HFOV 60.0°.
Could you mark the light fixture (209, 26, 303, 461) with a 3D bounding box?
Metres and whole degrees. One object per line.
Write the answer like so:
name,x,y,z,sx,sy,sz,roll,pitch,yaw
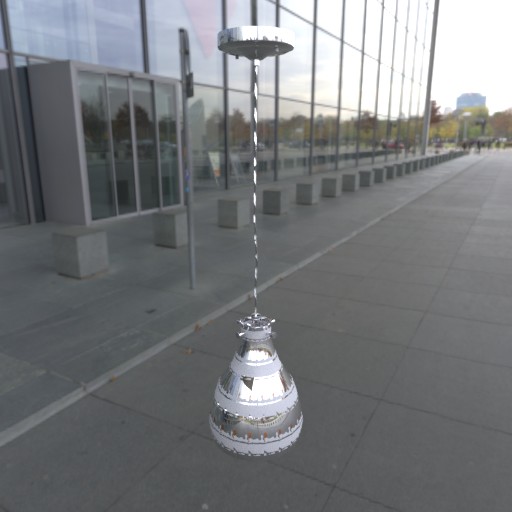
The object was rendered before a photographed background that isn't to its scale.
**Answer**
light fixture,0.000,0.000,1.603,0.374,1.457,0.374,14,20,43
